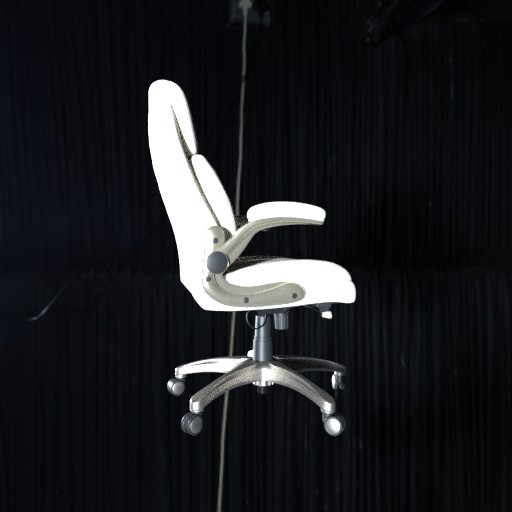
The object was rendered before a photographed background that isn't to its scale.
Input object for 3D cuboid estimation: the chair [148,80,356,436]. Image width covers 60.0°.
[{"bbox_3d":[0.000,0.000,1.661,0.794,1.110,0.740,0,2,-17],"label":"chair"}]
